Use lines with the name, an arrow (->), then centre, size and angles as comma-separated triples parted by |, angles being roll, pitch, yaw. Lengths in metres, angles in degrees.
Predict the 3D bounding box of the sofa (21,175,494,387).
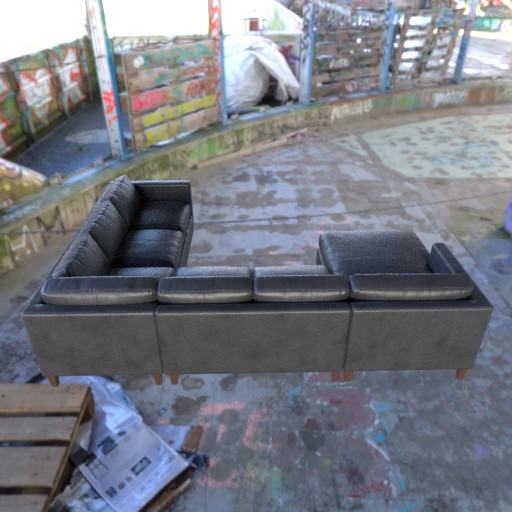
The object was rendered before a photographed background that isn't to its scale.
sofa -> 0.000, 0.000, 4.287 | 3.324, 0.891, 2.452 | -1, 31, -1
